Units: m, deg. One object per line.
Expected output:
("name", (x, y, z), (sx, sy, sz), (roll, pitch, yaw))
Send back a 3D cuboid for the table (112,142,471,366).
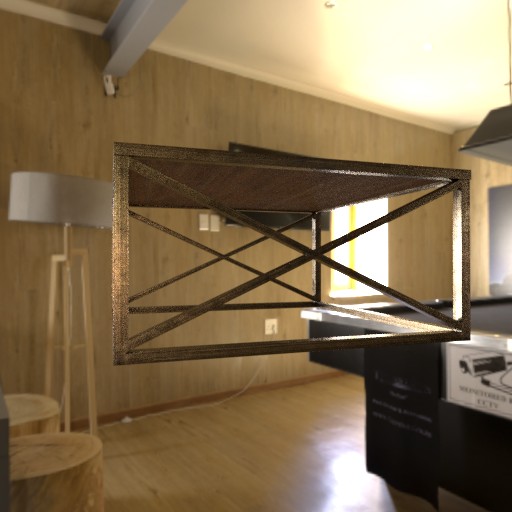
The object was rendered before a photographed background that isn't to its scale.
("table", (0.000, 0.000, 1.460), (0.899, 0.451, 0.909), (0, -1, -18))
